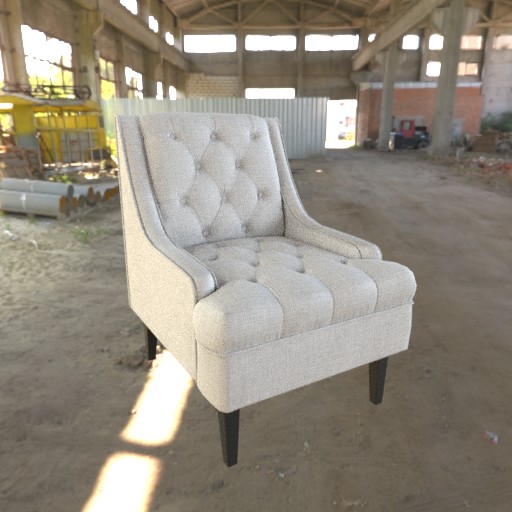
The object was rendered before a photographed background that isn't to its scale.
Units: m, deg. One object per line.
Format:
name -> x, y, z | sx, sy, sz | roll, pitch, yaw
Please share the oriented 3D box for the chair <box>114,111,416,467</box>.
chair -> 0.000, 0.000, 1.407 | 0.658, 0.891, 0.772 | -9, 18, -30
